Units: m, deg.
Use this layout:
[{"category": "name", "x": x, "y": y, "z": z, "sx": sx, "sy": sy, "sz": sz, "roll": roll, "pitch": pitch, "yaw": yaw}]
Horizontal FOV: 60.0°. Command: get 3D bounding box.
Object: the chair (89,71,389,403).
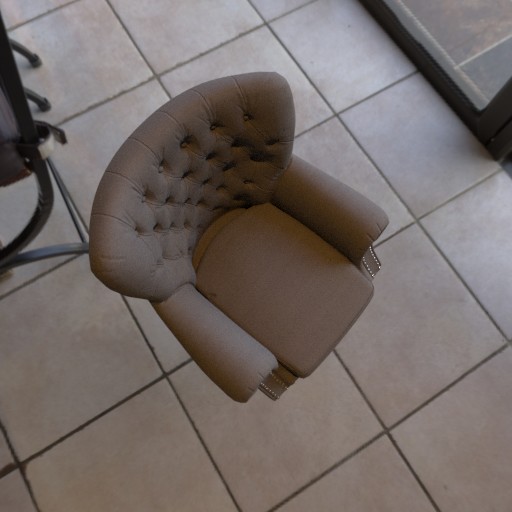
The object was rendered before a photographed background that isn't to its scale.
[{"category": "chair", "x": 0.000, "y": 0.000, "z": 1.830, "sx": 0.983, "sy": 1.046, "sz": 0.983, "roll": 39, "pitch": 78, "yaw": 10}]
